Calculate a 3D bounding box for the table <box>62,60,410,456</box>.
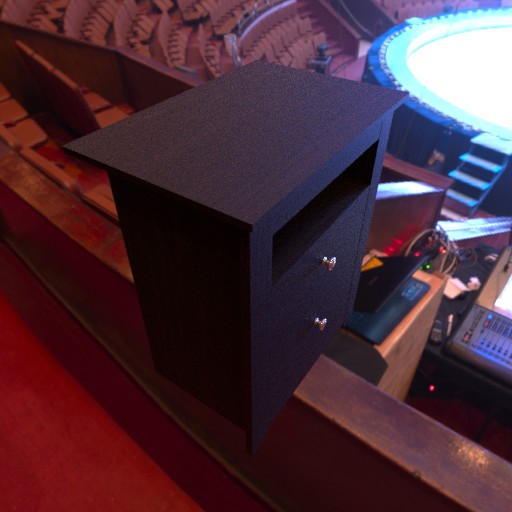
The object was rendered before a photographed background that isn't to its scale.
[{"bbox_3d":[0.000,0.000,1.092,0.406,0.711,0.591,24,46,26],"label":"table"}]
